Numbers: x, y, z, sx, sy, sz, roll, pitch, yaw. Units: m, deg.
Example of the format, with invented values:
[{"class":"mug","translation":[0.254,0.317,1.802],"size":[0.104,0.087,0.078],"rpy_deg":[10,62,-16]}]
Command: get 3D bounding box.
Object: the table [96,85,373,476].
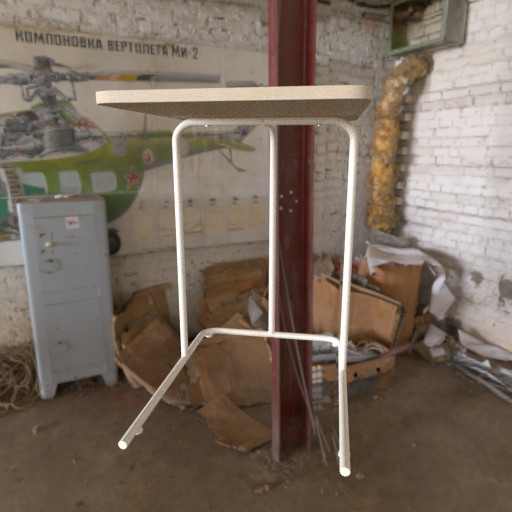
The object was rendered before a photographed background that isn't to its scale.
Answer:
[{"class":"table","translation":[0.000,0.000,0.850],"size":[0.370,0.550,0.480],"rpy_deg":[2,14,10]}]
